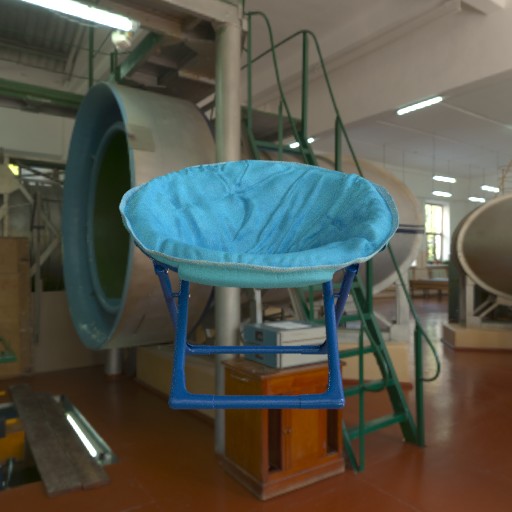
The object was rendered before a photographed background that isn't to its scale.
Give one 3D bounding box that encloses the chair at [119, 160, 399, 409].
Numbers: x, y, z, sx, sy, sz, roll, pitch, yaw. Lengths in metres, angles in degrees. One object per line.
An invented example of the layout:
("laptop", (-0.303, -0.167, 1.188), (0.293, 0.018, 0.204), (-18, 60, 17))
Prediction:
("chair", (0.000, 0.000, 0.872), (0.520, 0.478, 0.465), (0, 0, 0))
